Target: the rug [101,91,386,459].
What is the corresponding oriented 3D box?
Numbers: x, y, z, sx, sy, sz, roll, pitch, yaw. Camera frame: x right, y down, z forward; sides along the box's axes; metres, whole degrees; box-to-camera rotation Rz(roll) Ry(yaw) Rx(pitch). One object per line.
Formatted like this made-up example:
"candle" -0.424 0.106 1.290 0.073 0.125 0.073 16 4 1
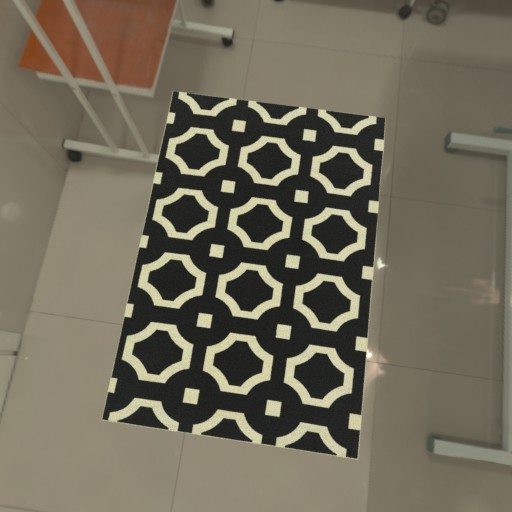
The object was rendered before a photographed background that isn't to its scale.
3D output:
"rug" 0.000 0.000 2.922 1.555 0.016 2.286 8 76 2
